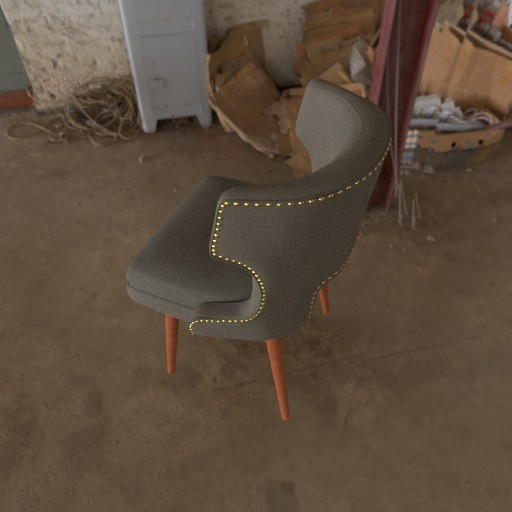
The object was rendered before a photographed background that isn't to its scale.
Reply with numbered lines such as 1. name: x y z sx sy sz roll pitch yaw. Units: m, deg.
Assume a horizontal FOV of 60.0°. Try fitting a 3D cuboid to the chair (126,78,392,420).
1. chair: 0.000 0.000 1.268 0.581 0.863 0.595 17 47 16
